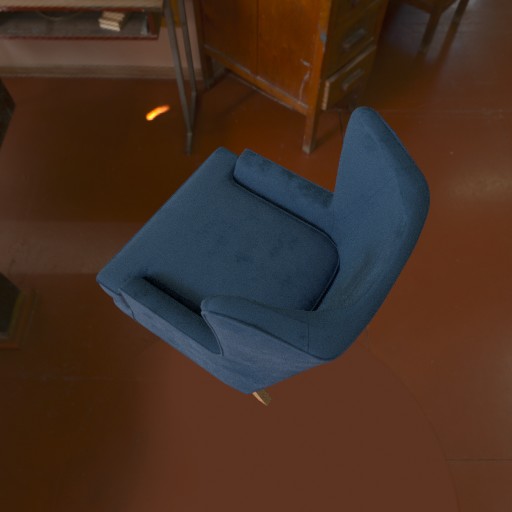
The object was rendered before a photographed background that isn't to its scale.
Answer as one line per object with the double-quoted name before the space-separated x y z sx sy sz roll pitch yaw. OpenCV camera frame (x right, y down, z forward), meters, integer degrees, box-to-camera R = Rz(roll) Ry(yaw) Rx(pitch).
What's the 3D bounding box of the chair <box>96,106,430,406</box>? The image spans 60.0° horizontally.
"chair" 0.000 0.000 1.600 0.910 0.952 0.793 31 66 16
